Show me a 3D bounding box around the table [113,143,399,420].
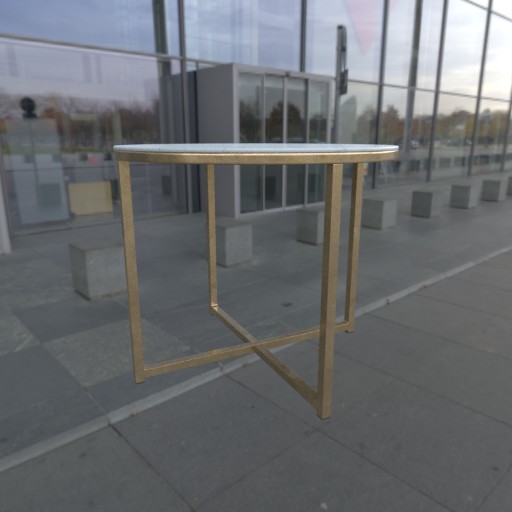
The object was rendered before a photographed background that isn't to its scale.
[{"bbox_3d":[0.000,0.000,0.866,0.500,0.420,0.500,0,15,0],"label":"table"}]
